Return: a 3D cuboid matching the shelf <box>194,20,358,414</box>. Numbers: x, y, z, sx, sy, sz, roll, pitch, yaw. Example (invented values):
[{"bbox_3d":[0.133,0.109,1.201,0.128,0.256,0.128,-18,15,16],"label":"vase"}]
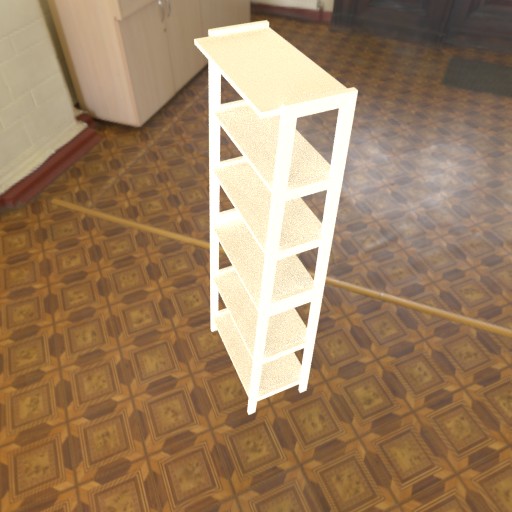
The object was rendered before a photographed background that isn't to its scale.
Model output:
[{"bbox_3d":[0.000,0.000,2.163,0.381,1.892,0.660,-18,49,-16],"label":"shelf"}]
